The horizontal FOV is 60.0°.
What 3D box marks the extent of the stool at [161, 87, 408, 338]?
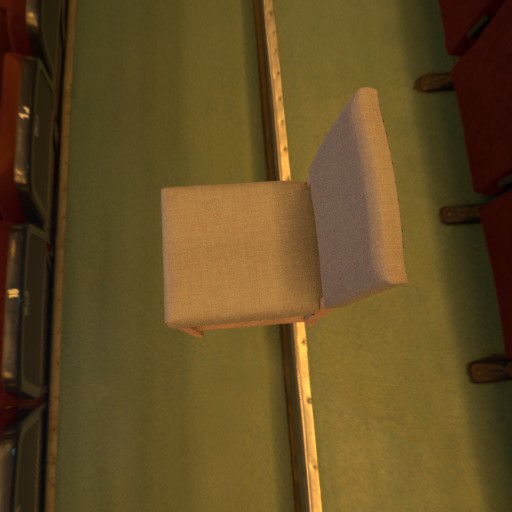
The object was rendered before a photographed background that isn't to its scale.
[{"bbox_3d":[0.000,0.000,1.469,0.585,1.173,0.445,-4,76,-1],"label":"stool"}]
